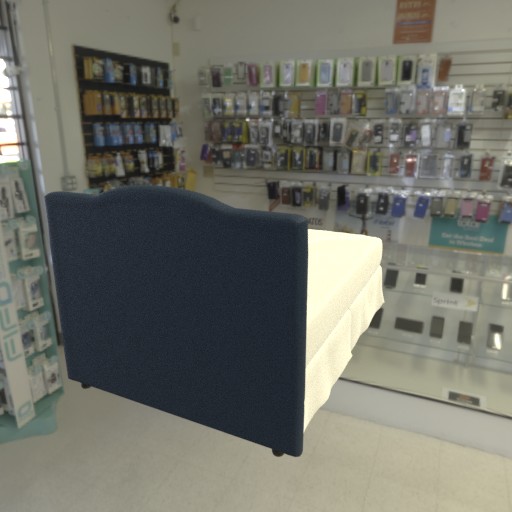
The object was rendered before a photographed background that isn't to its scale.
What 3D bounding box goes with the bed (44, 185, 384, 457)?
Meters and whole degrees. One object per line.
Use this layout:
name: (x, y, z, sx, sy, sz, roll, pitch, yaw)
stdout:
bed: (0.000, 0.000, 3.594, 1.741, 1.441, 2.507, 8, 19, 25)
